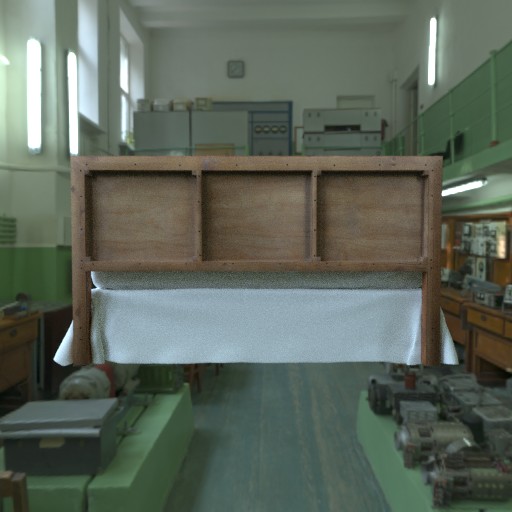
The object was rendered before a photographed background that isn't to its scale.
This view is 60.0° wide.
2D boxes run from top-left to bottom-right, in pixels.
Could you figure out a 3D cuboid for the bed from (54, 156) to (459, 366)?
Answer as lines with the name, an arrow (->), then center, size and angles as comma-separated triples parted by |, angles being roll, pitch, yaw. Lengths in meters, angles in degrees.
bed -> 0.000, 0.000, 3.473 | 2.255, 1.158, 2.165 | 0, 2, 0
